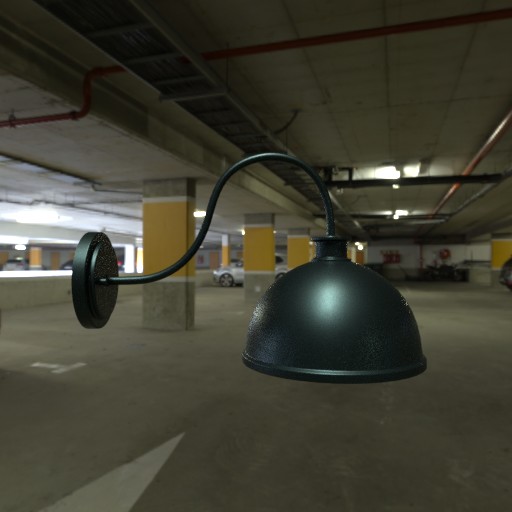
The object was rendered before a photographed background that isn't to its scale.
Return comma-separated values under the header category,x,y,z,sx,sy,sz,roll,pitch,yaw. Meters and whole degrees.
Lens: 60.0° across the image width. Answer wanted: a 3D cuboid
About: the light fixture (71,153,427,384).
category,x,y,z,sx,sy,sz,roll,pitch,yaw
light fixture,0.000,0.000,0.629,0.467,0.295,0.253,0,-1,-1
